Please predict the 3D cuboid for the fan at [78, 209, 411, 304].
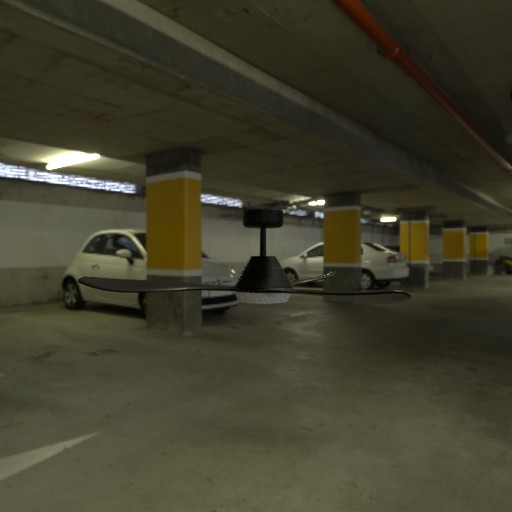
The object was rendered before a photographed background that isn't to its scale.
[{"bbox_3d":[0.000,0.000,1.616,1.067,0.305,1.067,0,0,19],"label":"fan"}]
